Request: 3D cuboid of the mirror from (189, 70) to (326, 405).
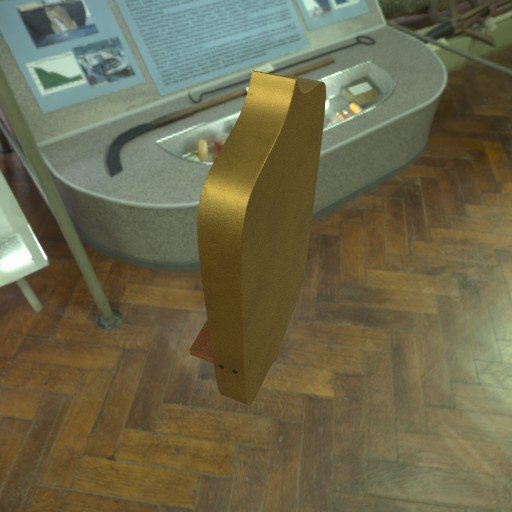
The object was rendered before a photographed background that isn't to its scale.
[{"bbox_3d":[0.000,0.000,0.720,0.096,0.613,0.323,17,50,15],"label":"mirror"}]
